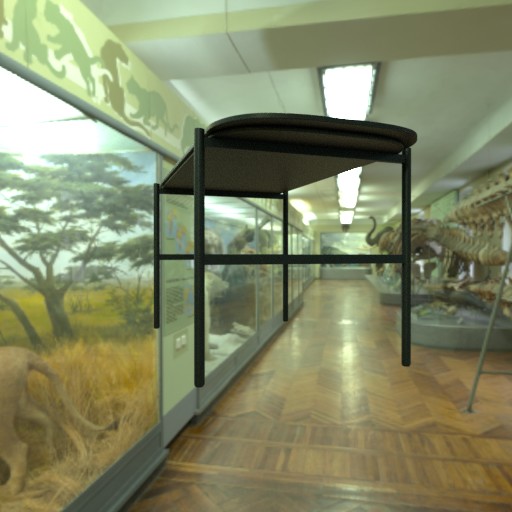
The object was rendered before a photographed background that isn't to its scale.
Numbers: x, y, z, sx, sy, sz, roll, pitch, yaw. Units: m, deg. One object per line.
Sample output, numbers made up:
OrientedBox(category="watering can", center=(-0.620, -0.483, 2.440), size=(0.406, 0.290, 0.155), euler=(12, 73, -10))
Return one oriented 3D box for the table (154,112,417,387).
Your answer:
OrientedBox(category="table", center=(0.000, 0.000, 1.017), size=(0.400, 0.400, 0.800), euler=(0, 0, -19))
